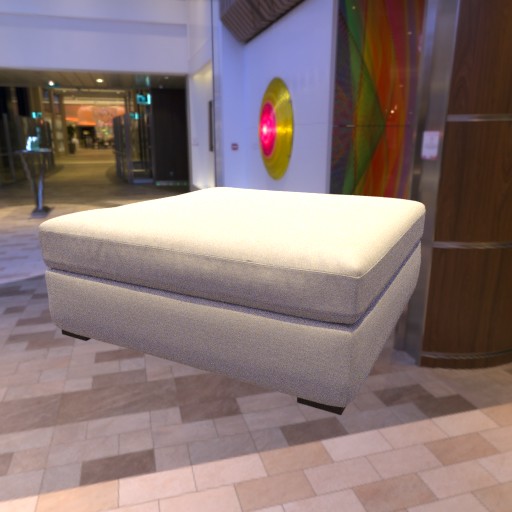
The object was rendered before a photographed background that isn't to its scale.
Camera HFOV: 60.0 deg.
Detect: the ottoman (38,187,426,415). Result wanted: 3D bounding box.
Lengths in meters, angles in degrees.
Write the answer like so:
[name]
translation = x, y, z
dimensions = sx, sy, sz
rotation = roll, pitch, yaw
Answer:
[ottoman]
translation = 0.000, 0.000, 1.805
dimensions = 1.163, 0.482, 1.167
rotation = 8, 17, 27
